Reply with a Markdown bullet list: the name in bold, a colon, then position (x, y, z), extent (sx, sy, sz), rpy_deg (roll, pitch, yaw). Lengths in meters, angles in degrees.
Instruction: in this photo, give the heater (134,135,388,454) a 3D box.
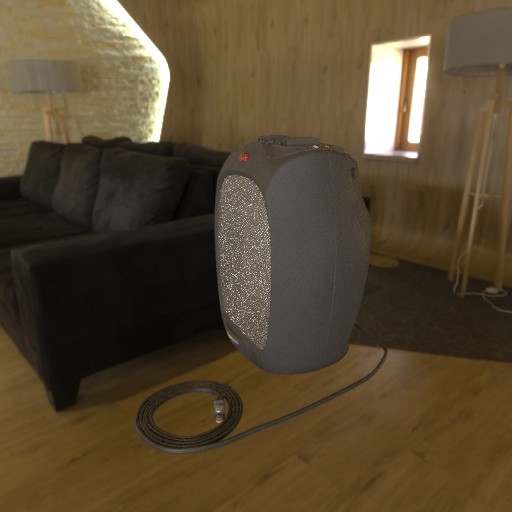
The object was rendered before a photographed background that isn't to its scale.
- **heater**: position (0.000, 0.000, 0.464), extent (0.291, 0.240, 0.239), rpy_deg (-8, 19, -24)
